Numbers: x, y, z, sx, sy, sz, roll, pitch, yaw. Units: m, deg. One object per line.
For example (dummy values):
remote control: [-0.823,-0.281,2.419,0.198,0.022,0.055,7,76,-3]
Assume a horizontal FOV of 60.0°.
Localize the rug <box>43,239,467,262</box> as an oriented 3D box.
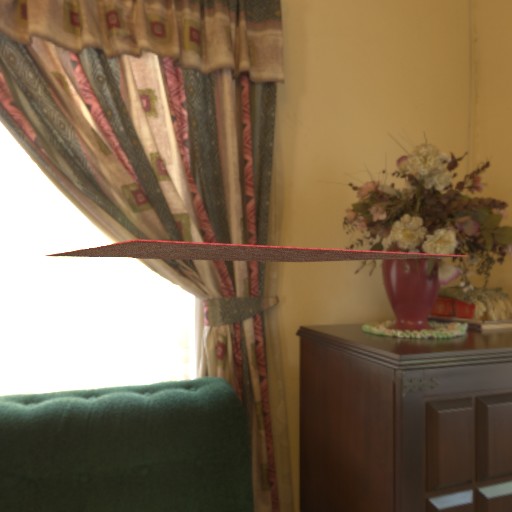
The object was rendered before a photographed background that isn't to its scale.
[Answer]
rug: [0.000,0.000,4.253,3.306,0.011,2.389,2,-3,-36]
